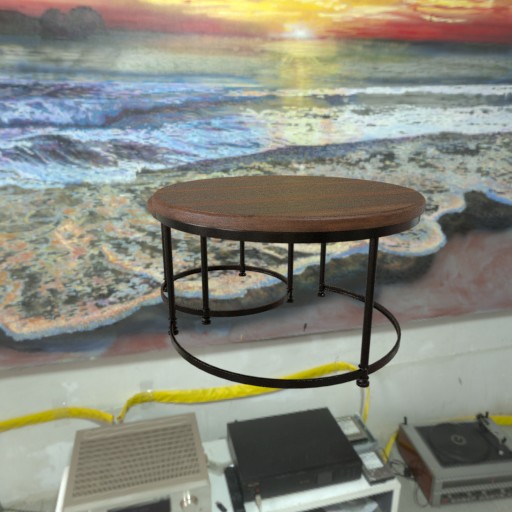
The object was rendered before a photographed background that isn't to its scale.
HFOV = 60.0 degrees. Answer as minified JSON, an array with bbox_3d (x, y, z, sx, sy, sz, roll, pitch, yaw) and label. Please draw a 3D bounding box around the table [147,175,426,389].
[{"bbox_3d":[0.000,0.000,1.639,1.152,0.516,0.870,16,23,42],"label":"table"}]
